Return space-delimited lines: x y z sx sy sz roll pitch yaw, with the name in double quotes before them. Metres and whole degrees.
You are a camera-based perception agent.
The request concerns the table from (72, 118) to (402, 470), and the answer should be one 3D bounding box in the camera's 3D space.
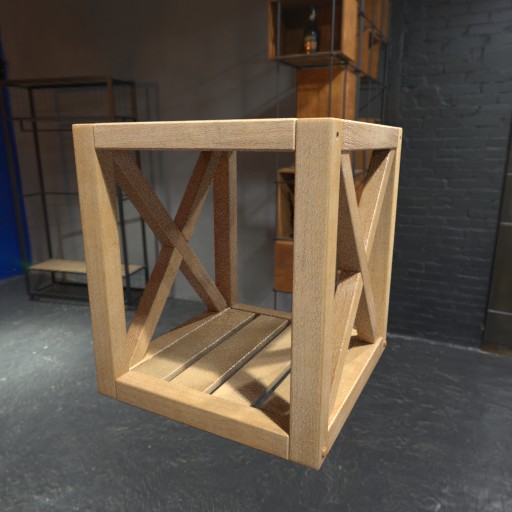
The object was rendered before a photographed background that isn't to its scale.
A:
"table" 0.000 0.000 1.083 0.558 0.610 0.559 7 16 27
